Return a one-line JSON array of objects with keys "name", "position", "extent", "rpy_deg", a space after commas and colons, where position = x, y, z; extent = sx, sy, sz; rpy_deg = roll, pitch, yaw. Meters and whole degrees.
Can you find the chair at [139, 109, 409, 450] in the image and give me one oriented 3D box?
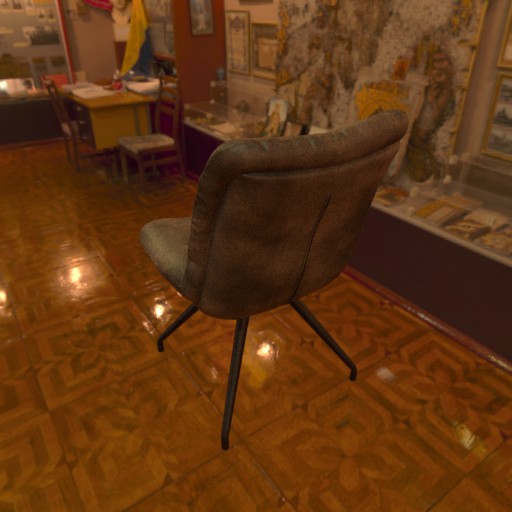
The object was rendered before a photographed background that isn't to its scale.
[{"name": "chair", "position": [0.000, 0.000, 1.286], "extent": [0.549, 0.870, 0.622], "rpy_deg": [-18, 34, -28]}]
